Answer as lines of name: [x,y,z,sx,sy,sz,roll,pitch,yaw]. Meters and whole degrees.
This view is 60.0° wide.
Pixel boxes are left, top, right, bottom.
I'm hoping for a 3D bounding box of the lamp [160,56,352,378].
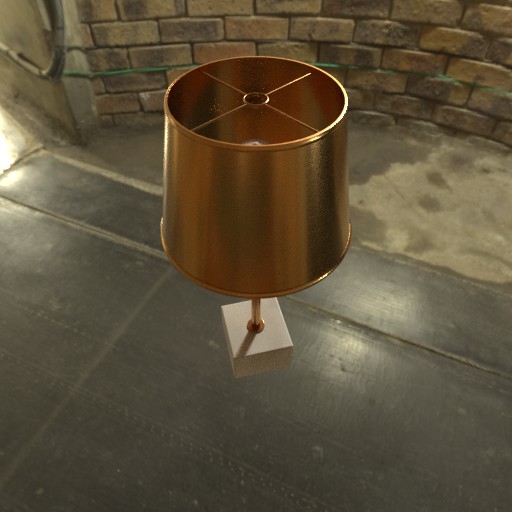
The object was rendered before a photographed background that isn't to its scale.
lamp: [0.000,0.000,0.528,0.208,0.406,0.208,0,47,0]
